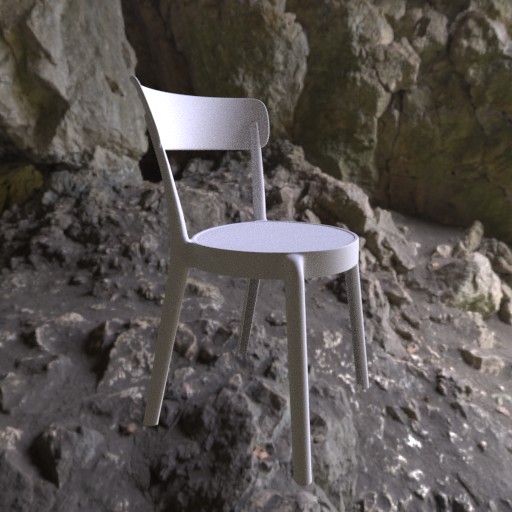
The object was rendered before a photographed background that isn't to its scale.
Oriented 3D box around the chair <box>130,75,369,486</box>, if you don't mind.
[{"bbox_3d":[0.000,0.000,1.088,0.491,0.790,0.506,8,16,29],"label":"chair"}]
